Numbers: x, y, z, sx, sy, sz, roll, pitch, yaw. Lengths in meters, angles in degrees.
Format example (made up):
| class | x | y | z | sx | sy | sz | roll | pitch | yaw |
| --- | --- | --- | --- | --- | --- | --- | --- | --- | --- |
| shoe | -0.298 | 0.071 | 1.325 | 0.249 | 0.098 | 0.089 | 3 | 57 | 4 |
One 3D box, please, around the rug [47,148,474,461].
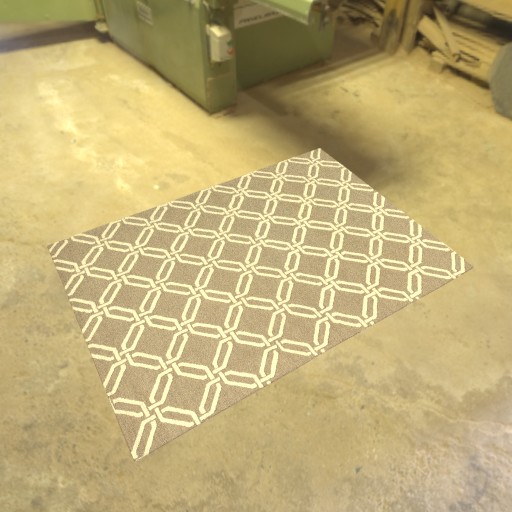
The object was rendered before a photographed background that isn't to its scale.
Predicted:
| class | x | y | z | sx | sy | sz | roll | pitch | yaw |
| --- | --- | --- | --- | --- | --- | --- | --- | --- | --- |
| rug | 0.000 | 0.000 | 4.329 | 3.419 | 0.020 | 2.441 | -24 | 50 | -21 |
